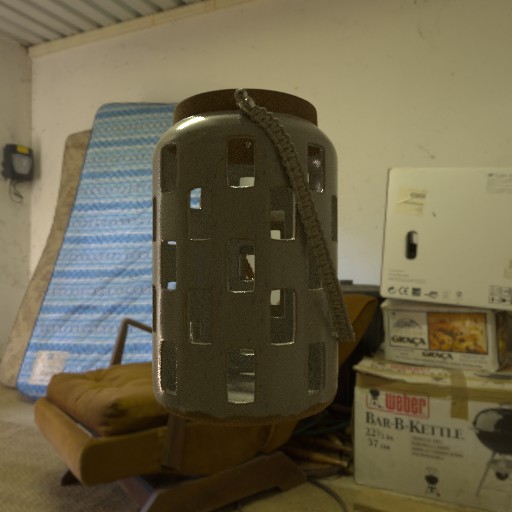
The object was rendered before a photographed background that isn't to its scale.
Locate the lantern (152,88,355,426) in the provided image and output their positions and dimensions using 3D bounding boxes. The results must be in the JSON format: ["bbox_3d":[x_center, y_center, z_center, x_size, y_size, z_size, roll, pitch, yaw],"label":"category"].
[{"bbox_3d":[0.000,0.000,0.491,0.184,0.255,0.347,0,0,1],"label":"lantern"}]
